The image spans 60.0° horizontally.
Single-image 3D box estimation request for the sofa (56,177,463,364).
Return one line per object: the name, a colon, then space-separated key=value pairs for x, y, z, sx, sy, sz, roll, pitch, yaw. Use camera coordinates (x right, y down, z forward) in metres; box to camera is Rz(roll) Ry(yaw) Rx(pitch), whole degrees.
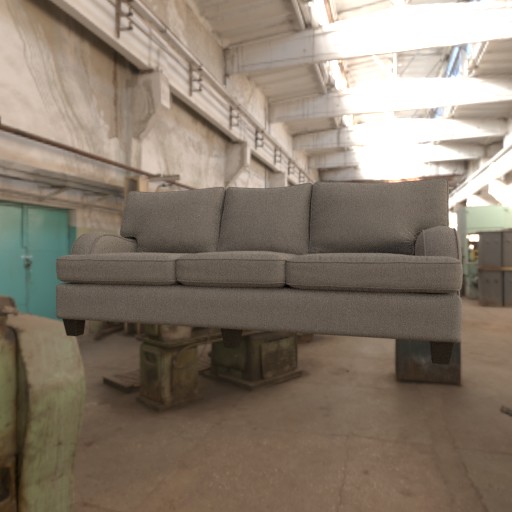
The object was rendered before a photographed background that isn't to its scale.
sofa: x=0.000 y=0.000 z=2.819 sx=2.323 sy=0.991 sz=1.016 roll=0 pitch=1 yaw=19
